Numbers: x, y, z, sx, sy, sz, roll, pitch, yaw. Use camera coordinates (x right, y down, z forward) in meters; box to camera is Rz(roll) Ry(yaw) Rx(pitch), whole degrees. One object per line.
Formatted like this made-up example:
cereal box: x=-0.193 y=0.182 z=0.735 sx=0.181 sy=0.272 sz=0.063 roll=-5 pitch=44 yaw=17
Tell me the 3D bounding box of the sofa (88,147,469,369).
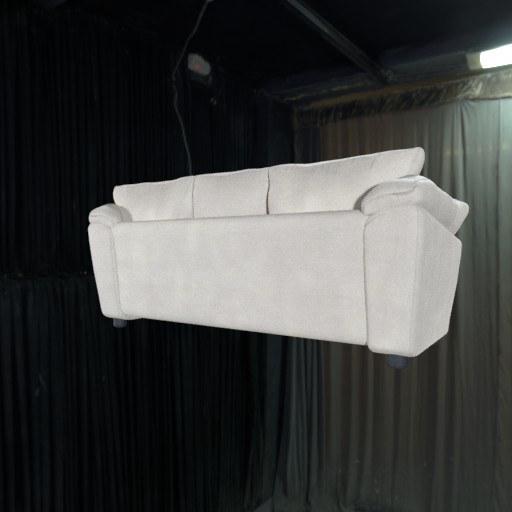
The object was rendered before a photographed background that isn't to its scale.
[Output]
sofa: x=0.000 y=0.000 z=2.782 sx=2.334 sy=0.996 sz=0.878 roll=0 pitch=1 yaw=34
